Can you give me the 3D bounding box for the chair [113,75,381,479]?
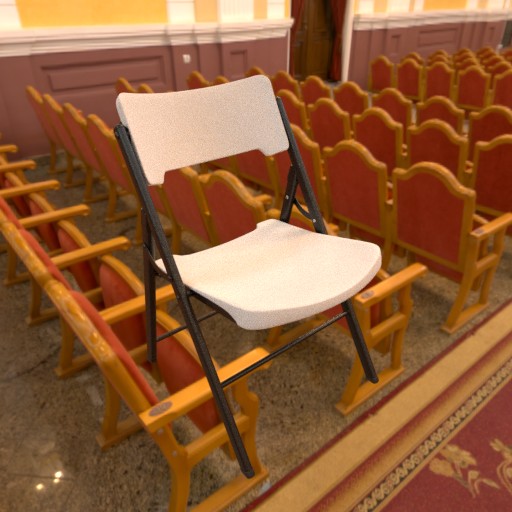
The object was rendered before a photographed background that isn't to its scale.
[{"bbox_3d":[0.000,0.000,1.118,0.482,0.765,0.577,-22,37,-33],"label":"chair"}]
